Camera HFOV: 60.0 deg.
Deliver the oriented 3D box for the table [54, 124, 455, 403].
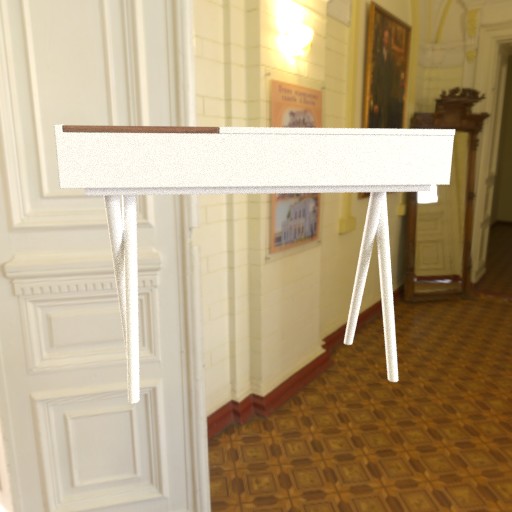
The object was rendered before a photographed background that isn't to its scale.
[{"bbox_3d":[0.000,0.000,1.448,1.066,0.785,0.418,-2,13,-9],"label":"table"}]
